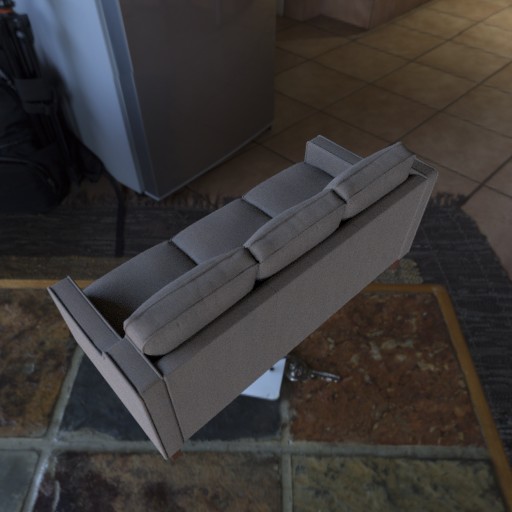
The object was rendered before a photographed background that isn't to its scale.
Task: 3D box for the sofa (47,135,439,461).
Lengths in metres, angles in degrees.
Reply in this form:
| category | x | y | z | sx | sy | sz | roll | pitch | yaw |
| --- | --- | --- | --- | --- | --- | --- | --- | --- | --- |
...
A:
| category | x | y | z | sx | sy | sz | roll | pitch | yaw |
| --- | --- | --- | --- | --- | --- | --- | --- | --- | --- |
| sofa | 0.000 | 0.000 | 2.514 | 1.986 | 0.974 | 0.911 | -34 | 56 | -27 |
